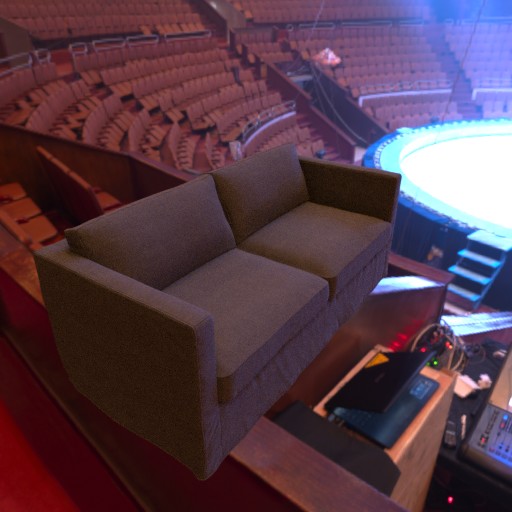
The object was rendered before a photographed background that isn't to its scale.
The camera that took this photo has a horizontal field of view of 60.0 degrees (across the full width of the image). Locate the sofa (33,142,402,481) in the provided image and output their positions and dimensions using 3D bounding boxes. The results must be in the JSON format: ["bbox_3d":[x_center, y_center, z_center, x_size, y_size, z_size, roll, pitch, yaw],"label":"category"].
[{"bbox_3d":[0.000,0.000,2.449,0.953,0.855,1.982,18,33,31],"label":"sofa"}]
